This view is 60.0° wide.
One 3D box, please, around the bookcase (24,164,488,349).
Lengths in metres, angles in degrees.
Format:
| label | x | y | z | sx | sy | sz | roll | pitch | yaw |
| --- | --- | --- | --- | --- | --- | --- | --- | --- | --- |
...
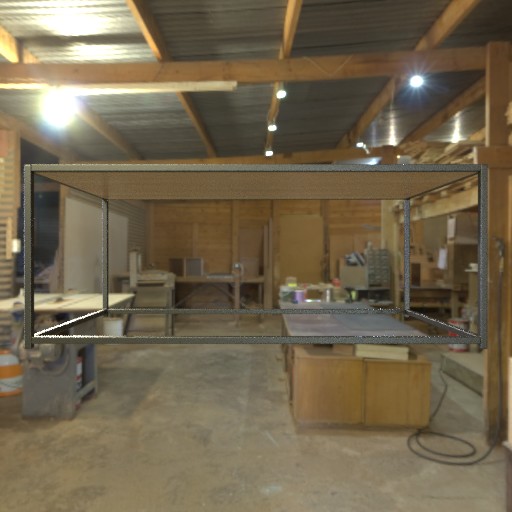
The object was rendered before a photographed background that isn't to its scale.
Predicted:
| label | x | y | z | sx | sy | sz | roll | pitch | yaw |
| --- | --- | --- | --- | --- | --- | --- | --- | --- | --- |
| bookcase | 0.000 | 0.000 | 1.205 | 1.000 | 0.400 | 0.500 | 0 | 0 | 0 |
